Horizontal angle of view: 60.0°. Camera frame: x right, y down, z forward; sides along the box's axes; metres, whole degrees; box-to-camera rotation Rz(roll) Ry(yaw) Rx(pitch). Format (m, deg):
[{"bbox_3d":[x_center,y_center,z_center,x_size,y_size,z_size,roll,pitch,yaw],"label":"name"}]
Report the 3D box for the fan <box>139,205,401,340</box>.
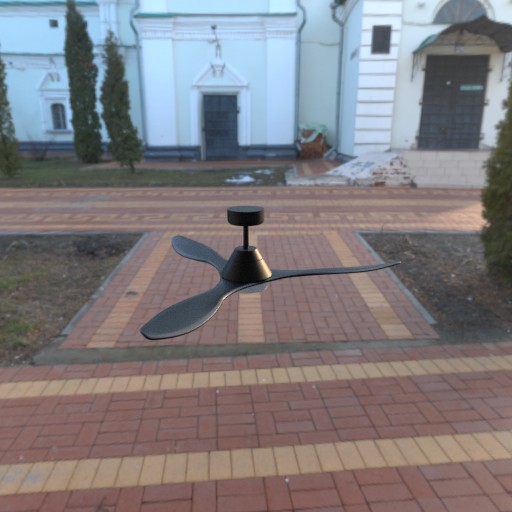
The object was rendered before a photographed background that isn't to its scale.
[{"bbox_3d":[0.000,0.000,1.588,1.067,0.305,1.067,3,16,11],"label":"fan"}]
